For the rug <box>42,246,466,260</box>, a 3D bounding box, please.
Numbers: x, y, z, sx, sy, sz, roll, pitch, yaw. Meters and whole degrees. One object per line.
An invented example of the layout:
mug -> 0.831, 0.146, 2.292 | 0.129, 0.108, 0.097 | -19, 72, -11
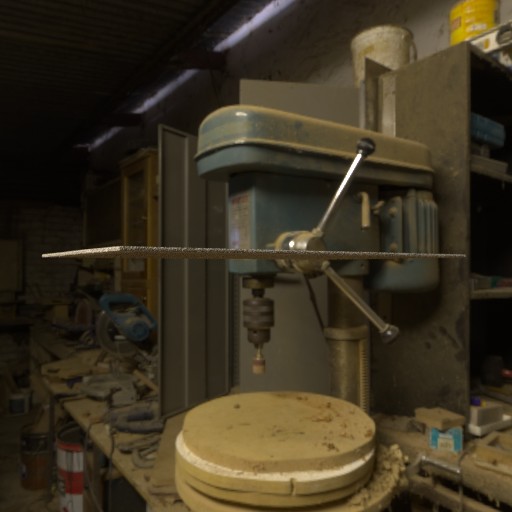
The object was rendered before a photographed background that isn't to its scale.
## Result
rug -> 0.000, 0.000, 2.877 | 2.297, 0.018, 1.532 | 1, -1, -35
